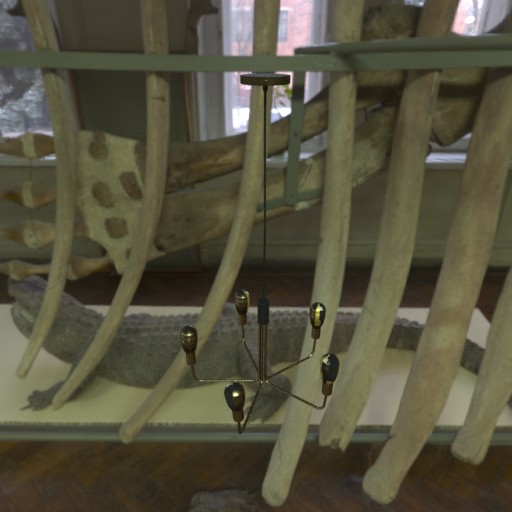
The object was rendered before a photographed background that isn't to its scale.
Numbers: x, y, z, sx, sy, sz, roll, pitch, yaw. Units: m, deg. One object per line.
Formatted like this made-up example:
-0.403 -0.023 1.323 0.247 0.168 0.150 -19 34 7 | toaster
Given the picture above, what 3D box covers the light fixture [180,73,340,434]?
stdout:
0.000 0.000 1.401 0.532 1.059 0.588 0 26 0 | light fixture
